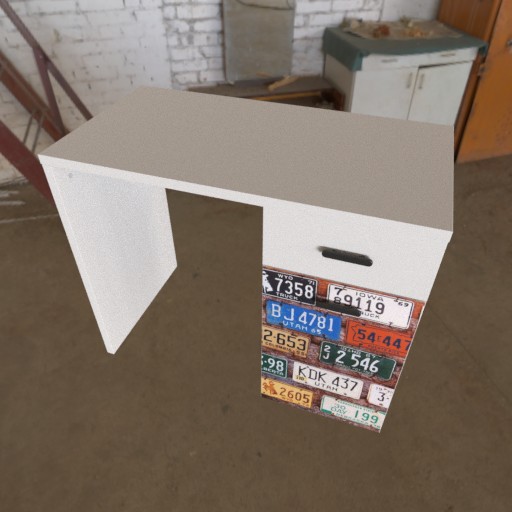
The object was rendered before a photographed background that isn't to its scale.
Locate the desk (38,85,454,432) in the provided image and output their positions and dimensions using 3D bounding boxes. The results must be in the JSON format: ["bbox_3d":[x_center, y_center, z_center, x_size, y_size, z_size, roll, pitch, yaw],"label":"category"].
[{"bbox_3d":[0.000,0.000,1.301,0.898,0.730,0.482,13,42,14],"label":"desk"}]
